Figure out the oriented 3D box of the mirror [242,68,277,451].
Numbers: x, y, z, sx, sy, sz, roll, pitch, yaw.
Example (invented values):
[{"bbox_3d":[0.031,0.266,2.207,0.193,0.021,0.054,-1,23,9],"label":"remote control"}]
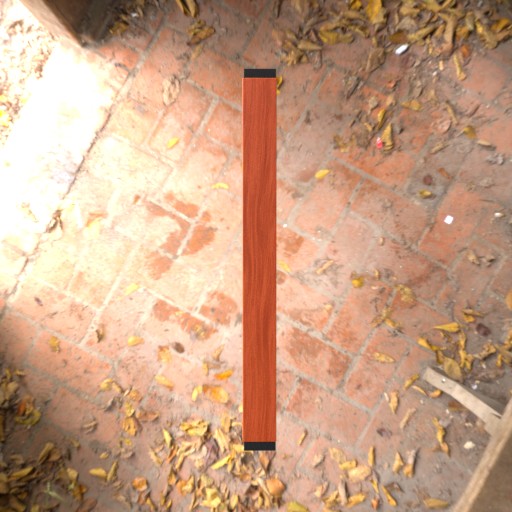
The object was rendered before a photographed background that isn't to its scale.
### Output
[{"bbox_3d":[0.000,0.000,1.019,0.047,0.823,0.525,0,91,-1],"label":"mirror"}]
